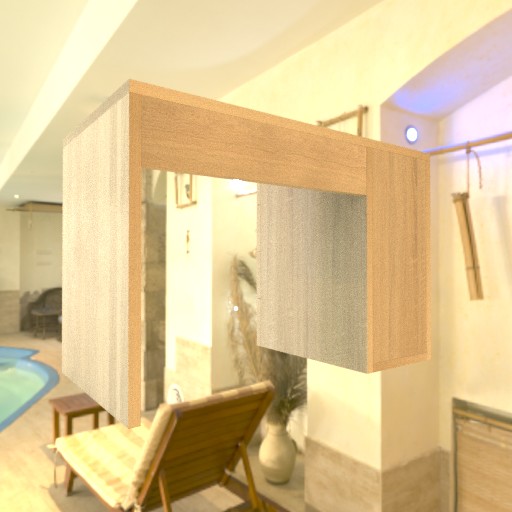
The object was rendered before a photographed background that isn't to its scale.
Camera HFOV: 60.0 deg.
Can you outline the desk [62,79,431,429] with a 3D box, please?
[{"bbox_3d":[0.000,0.000,1.492,1.100,0.731,0.600,0,-1,-36],"label":"desk"}]
